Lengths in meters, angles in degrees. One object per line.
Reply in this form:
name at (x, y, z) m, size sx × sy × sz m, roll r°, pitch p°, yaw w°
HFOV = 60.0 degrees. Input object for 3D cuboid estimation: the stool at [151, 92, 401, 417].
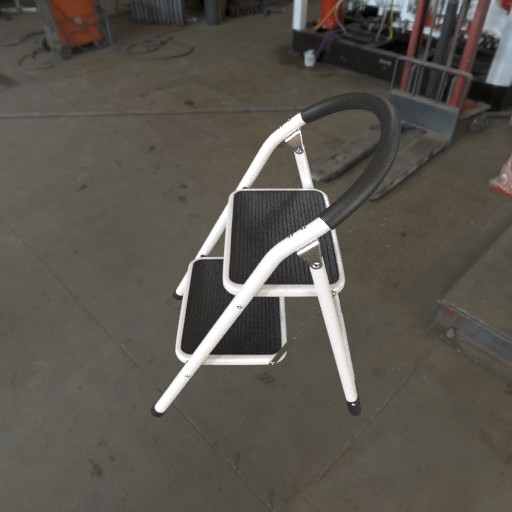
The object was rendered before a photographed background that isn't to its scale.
stool at (0.000, 0.000, 1.090) m, size 0.559 × 0.760 × 0.453 m, roll 0°, pitch 42°, yaw 0°
